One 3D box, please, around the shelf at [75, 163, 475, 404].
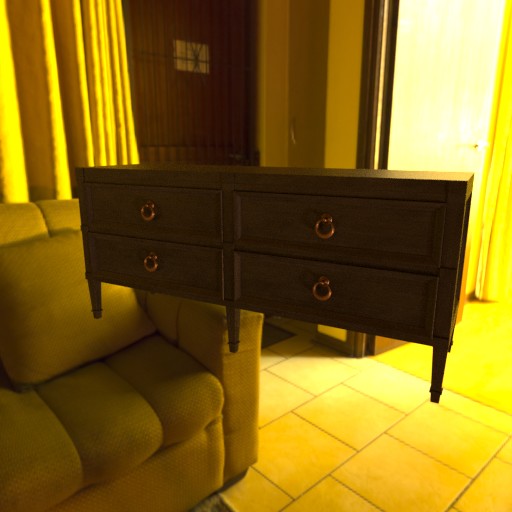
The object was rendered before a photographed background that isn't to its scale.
[{"bbox_3d":[0.000,0.000,1.875,1.575,0.719,0.479,7,16,27],"label":"shelf"}]
